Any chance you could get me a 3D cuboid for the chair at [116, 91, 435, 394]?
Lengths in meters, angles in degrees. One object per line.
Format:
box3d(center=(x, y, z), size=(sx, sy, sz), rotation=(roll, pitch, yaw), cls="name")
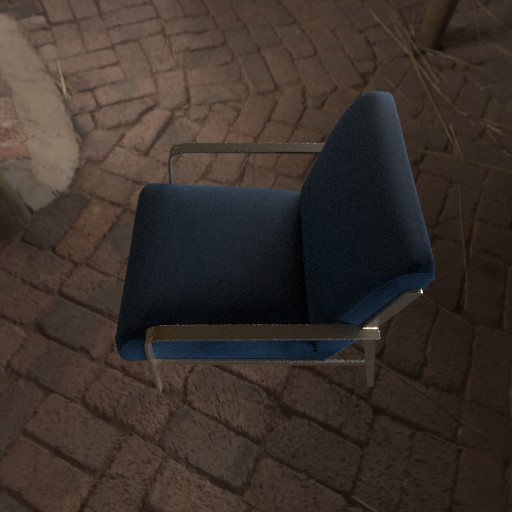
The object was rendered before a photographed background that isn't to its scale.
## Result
box3d(center=(0.000, 0.000, 1.442), size=(0.859, 0.831, 0.692), rotation=(0, 59, 0), cls="chair")
